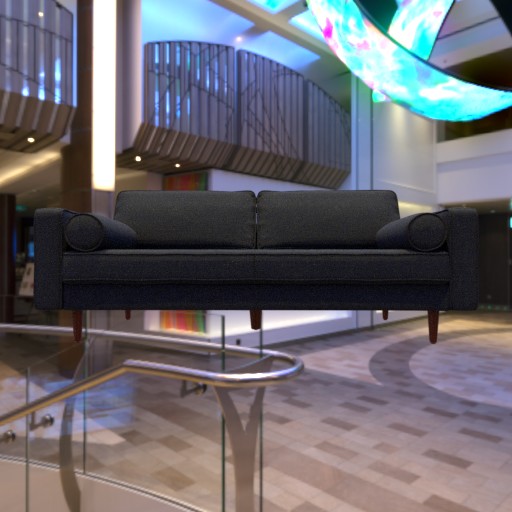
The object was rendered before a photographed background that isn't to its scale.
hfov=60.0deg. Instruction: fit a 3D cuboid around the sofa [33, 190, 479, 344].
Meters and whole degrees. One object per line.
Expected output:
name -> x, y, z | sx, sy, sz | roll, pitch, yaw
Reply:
sofa -> 0.000, 0.000, 2.287 | 1.880, 0.762, 0.914 | 0, 0, 1
